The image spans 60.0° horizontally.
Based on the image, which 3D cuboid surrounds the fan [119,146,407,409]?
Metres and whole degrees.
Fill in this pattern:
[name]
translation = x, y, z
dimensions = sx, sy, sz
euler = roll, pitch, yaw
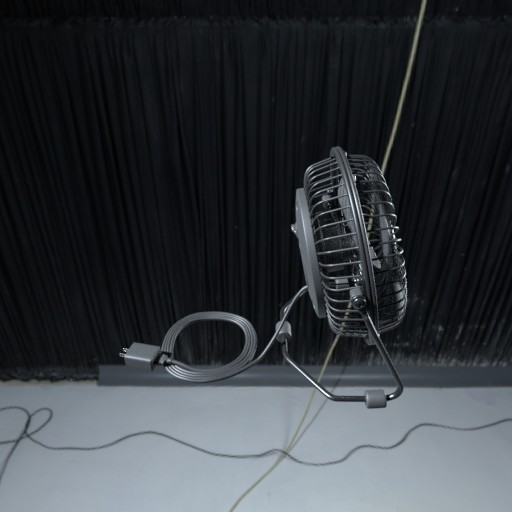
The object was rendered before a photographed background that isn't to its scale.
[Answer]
[fan]
translation = 0.000, 0.000, 0.315
dimensions = 0.202, 0.152, 0.153
euler = 0, 31, 0
